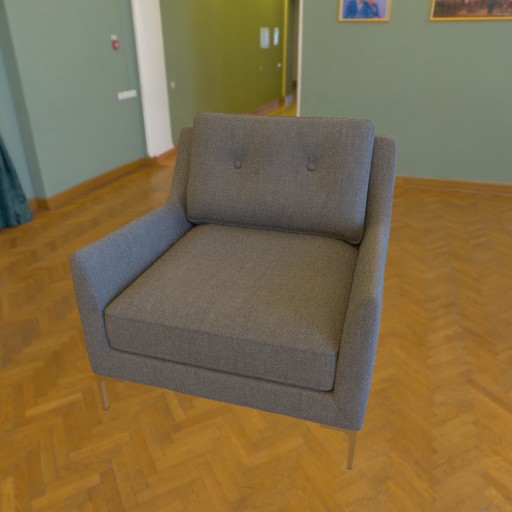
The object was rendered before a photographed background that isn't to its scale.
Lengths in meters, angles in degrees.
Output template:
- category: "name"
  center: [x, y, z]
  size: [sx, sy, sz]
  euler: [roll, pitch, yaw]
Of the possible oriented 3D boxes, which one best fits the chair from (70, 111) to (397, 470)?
- category: "chair"
  center: [0.000, 0.000, 1.493]
  size: [0.847, 0.828, 0.849]
  euler: [7, 27, 15]
